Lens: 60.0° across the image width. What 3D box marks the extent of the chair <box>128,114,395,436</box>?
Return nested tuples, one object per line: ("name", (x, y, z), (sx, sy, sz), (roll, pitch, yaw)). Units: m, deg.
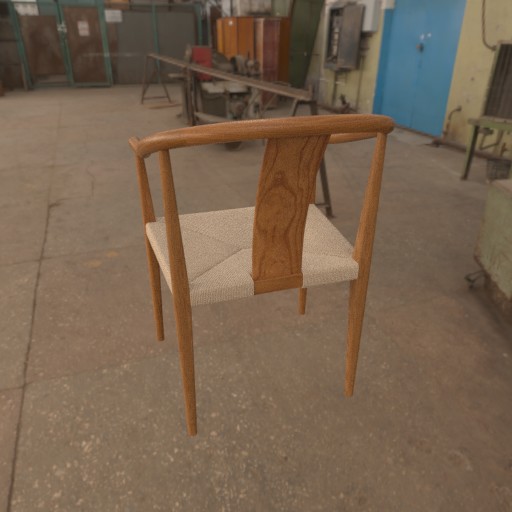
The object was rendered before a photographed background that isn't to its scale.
("chair", (0.000, 0.000, 1.170), (0.556, 0.800, 0.579), (-8, 28, -16))
